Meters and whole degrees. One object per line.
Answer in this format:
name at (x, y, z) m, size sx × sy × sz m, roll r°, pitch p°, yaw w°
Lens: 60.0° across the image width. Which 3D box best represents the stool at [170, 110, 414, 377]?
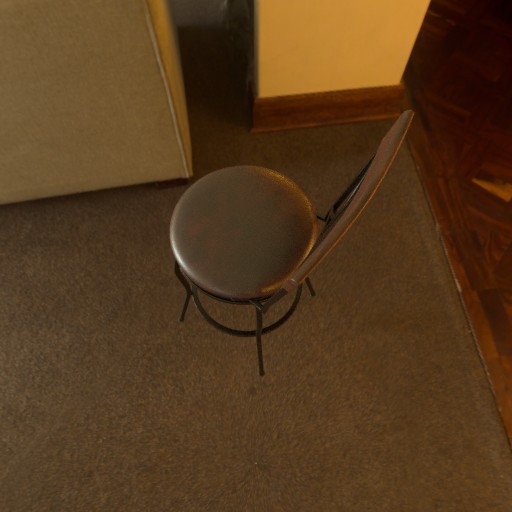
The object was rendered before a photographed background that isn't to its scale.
stool at (0.000, 0.000, 1.379) m, size 0.513 × 1.130 × 0.448 m, roll 31°, pitch 69°, yaw 14°
